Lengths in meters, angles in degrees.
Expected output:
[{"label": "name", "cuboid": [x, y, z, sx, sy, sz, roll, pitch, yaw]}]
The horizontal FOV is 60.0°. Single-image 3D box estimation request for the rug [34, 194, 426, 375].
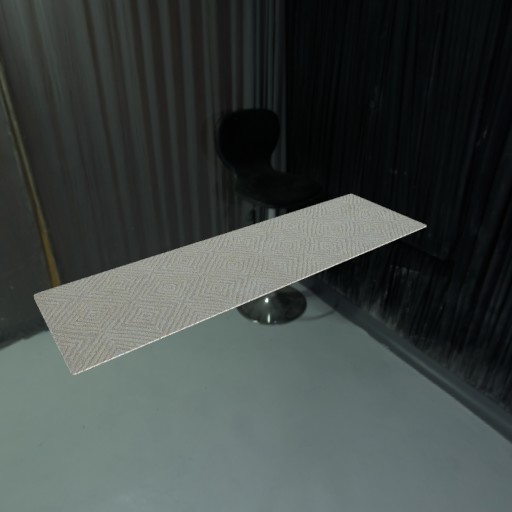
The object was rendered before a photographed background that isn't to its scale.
[{"label": "rug", "cuboid": [0.000, 0.000, 2.565, 2.277, 0.008, 0.676, -20, 36, -30]}]
